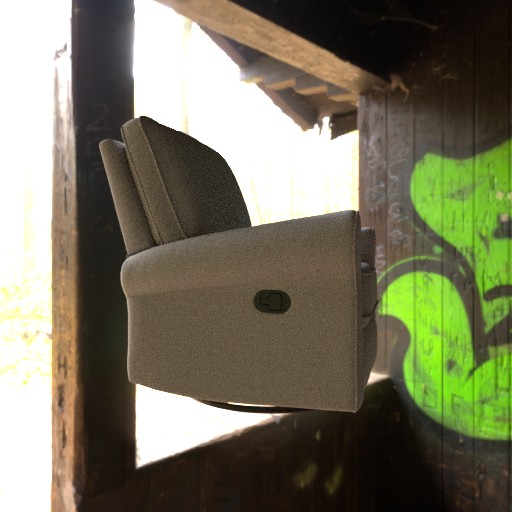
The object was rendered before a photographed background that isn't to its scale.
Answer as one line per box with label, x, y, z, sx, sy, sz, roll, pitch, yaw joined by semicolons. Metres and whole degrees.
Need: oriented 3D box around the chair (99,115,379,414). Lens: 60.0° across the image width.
chair;0.000;0.000;1.676;0.878;0.960;0.890;0;0;18
